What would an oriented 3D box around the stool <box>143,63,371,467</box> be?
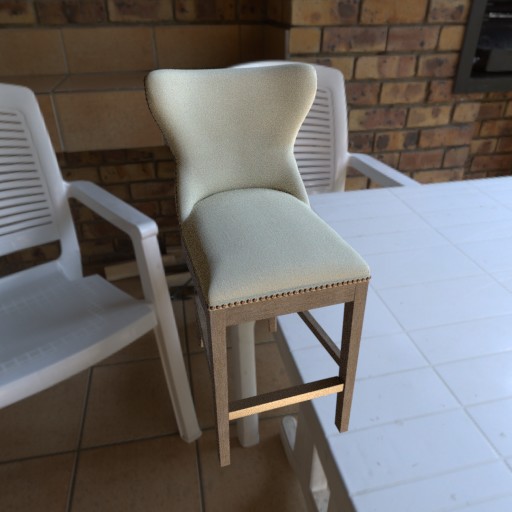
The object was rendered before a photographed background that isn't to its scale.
[{"bbox_3d":[0.000,0.000,1.305,0.498,0.981,0.608,-9,32,-15],"label":"stool"}]
